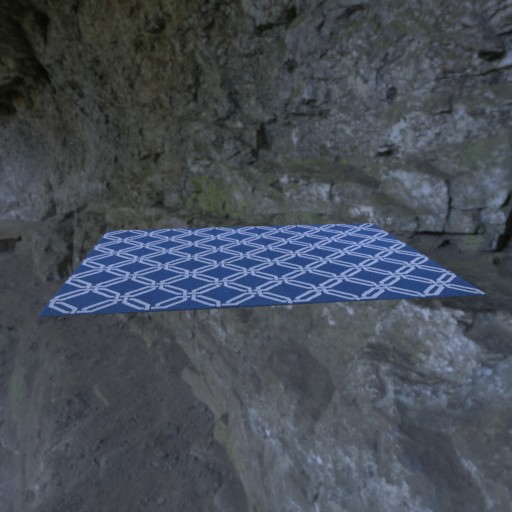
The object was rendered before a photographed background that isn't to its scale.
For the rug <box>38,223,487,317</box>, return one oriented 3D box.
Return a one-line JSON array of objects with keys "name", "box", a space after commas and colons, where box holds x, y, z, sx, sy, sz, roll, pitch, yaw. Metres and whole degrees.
[{"name": "rug", "box": [0.000, 0.000, 4.419, 3.342, 0.018, 2.432, -2, 18, -6]}]
